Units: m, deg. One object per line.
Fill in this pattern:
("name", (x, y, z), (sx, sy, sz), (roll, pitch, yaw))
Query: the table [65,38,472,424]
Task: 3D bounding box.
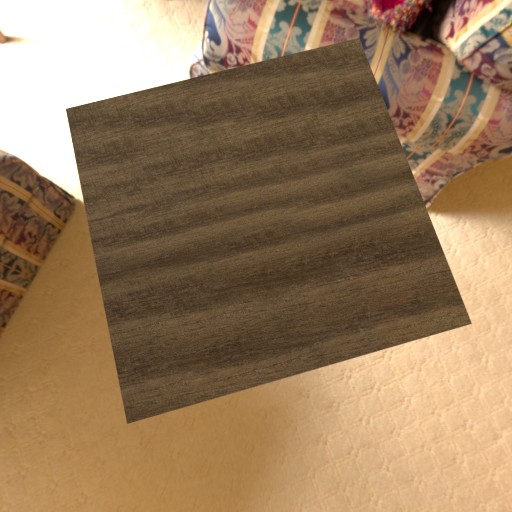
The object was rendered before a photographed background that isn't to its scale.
("table", (0.000, 0.000, 0.966), (0.506, 0.587, 0.504), (-15, 76, -4))
